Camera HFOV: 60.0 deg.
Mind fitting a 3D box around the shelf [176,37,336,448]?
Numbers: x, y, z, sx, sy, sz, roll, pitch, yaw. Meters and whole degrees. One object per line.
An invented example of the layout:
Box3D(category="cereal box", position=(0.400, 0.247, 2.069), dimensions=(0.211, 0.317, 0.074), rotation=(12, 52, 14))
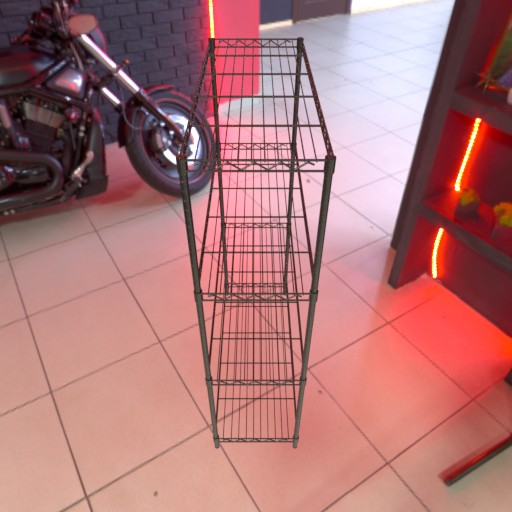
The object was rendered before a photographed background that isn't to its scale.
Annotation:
Box3D(category="shelf", position=(0.000, 0.000, 1.748), dimensions=(0.352, 1.361, 0.907), rotation=(0, 41, 0))
